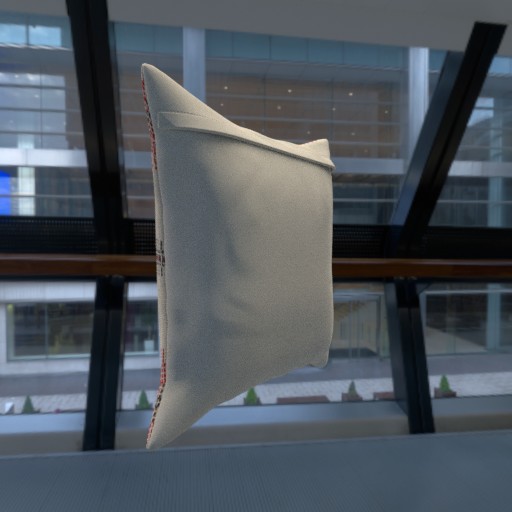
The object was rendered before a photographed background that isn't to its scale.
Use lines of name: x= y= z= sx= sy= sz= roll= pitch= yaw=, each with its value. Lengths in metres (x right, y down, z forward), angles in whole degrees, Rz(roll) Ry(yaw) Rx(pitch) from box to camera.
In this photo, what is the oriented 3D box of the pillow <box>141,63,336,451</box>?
pillow: x=0.000 y=0.000 z=0.705 sx=0.160 sy=0.454 sz=0.463 roll=1 pitch=2 yaw=36
